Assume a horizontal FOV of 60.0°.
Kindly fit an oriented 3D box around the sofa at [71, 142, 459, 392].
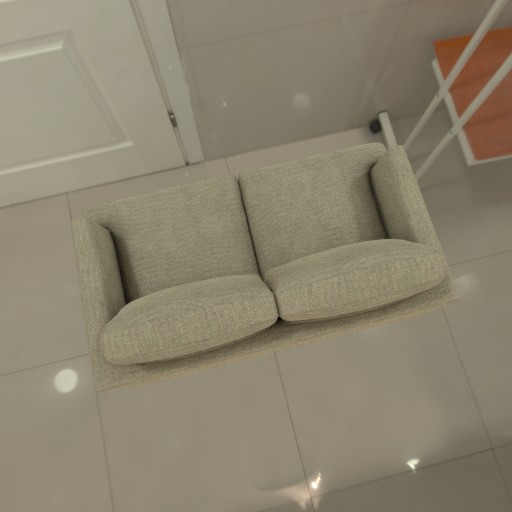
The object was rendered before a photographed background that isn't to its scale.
[{"bbox_3d":[0.000,0.000,2.132,1.582,0.944,0.903,-13,75,-4],"label":"sofa"}]
